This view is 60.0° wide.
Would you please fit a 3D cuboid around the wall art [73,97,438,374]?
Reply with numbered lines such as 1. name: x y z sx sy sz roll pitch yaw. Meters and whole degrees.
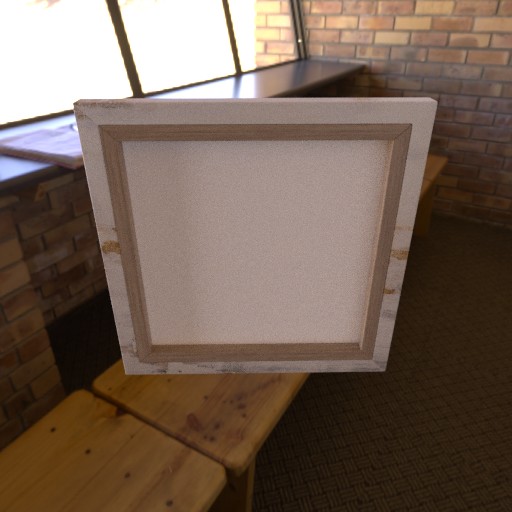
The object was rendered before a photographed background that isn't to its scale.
1. wall art: 0.000 0.000 0.908 0.611 0.613 0.040 0 30 -1
